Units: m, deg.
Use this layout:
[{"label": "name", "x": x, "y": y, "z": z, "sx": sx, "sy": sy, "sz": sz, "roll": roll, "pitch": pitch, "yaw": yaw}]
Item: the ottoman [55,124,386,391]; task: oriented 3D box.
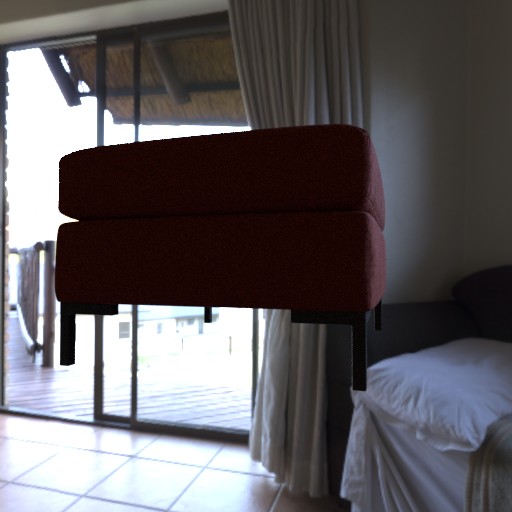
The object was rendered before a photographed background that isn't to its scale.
[{"label": "ottoman", "x": 0.000, "y": 0.000, "z": 1.169, "sx": 0.650, "sy": 0.462, "sz": 0.782, "roll": 0, "pitch": -1, "yaw": 18}]
